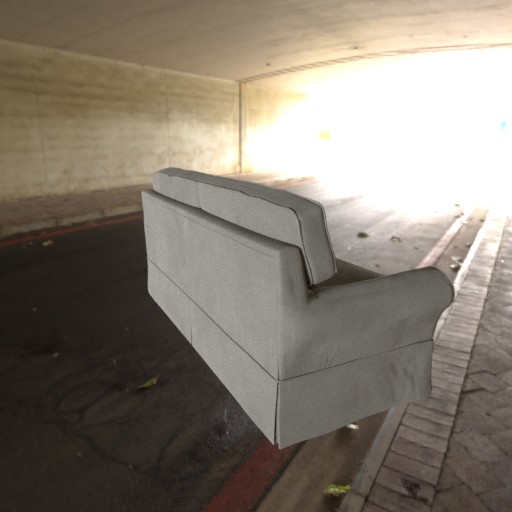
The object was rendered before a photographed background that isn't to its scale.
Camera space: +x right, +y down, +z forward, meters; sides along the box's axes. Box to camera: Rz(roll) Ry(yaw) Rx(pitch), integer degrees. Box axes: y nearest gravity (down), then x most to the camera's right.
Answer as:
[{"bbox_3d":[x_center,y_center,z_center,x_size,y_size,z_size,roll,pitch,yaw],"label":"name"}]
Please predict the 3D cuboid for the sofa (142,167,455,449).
[{"bbox_3d":[0.000,0.000,2.747,0.900,1.014,2.246,-8,17,-26],"label":"sofa"}]
